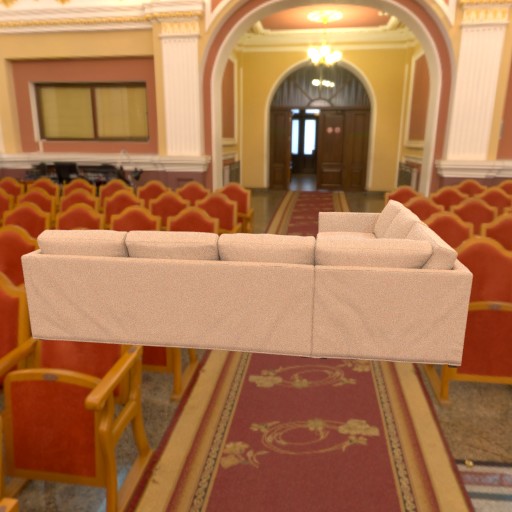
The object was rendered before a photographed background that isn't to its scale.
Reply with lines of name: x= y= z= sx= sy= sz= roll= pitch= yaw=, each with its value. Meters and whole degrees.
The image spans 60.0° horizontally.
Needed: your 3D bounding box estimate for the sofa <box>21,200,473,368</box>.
sofa: x=0.000 y=0.000 z=4.268 sx=3.182 sy=0.871 sz=2.432 roll=2 pitch=15 yaw=8
